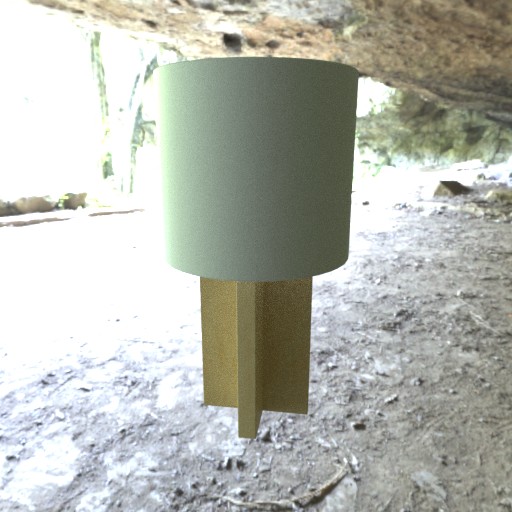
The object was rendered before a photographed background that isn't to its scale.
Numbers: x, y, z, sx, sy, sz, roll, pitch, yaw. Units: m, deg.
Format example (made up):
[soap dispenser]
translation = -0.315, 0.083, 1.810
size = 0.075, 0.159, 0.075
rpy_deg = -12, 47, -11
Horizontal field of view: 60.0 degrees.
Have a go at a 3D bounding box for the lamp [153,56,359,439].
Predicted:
[lamp]
translation = 0.000, 0.000, 0.559
size = 0.229, 0.428, 0.229
rpy_deg = 2, 15, 9
